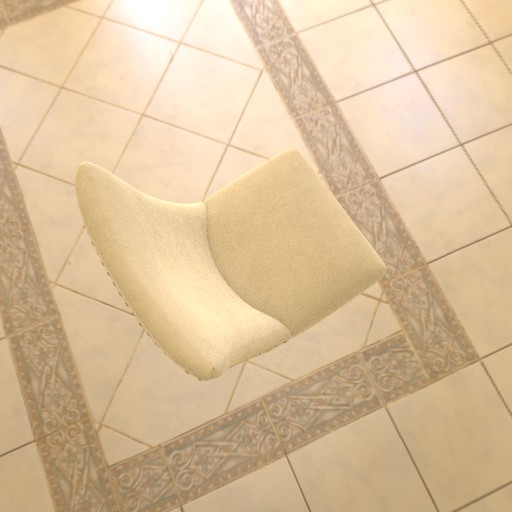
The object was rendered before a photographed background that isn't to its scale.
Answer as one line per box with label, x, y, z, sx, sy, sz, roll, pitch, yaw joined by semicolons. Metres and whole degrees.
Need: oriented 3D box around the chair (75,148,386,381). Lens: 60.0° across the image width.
chair;0.000;0.000;1.246;0.610;0.902;0.495;-32;77;-8
